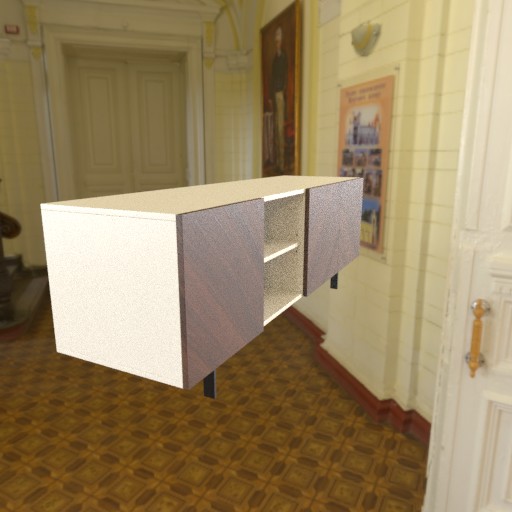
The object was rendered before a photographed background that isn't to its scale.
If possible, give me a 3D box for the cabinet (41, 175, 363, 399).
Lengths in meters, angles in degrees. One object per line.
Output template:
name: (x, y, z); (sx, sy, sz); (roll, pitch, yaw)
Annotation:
cabinet: (0.000, 0.000, 1.712); (0.431, 0.533, 1.499); (7, 15, 26)
